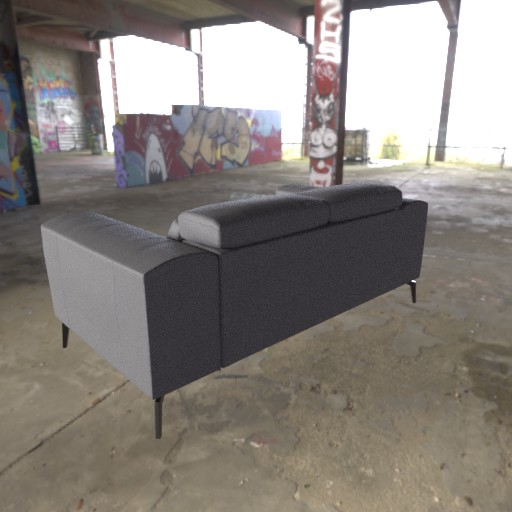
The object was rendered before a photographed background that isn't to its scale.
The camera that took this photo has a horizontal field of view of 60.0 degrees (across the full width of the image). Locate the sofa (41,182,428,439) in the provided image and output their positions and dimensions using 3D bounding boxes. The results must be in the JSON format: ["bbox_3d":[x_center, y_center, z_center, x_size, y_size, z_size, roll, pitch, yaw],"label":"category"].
[{"bbox_3d":[0.000,0.000,2.410,1.895,0.779,1.003,-15,23,-40],"label":"sofa"}]
